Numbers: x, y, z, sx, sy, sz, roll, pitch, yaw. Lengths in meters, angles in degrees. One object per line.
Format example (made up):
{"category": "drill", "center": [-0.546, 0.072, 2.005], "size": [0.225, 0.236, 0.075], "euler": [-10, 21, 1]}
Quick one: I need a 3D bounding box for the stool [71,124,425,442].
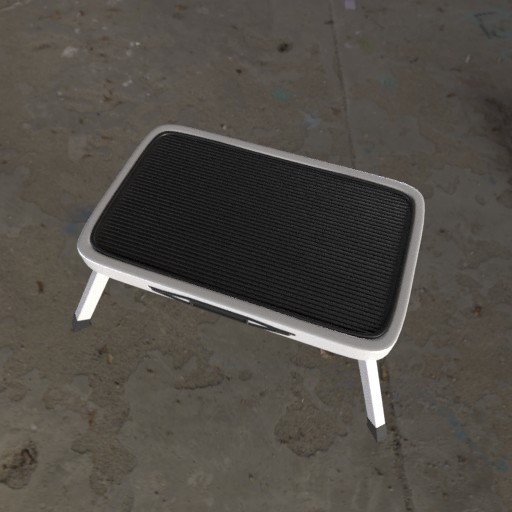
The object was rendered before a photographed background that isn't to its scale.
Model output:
{"category": "stool", "center": [0.000, 0.000, 0.604], "size": [0.460, 0.170, 0.320], "euler": [17, 60, 10]}
